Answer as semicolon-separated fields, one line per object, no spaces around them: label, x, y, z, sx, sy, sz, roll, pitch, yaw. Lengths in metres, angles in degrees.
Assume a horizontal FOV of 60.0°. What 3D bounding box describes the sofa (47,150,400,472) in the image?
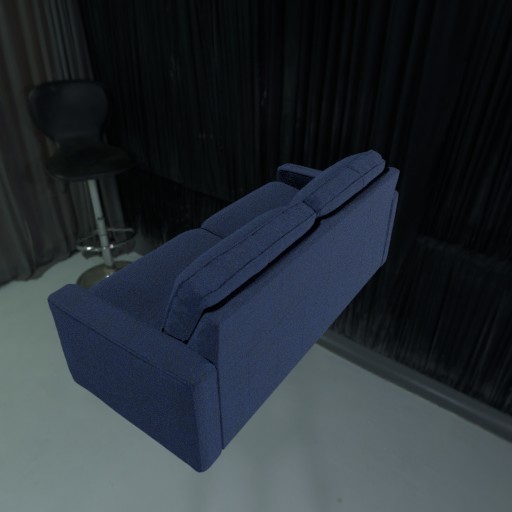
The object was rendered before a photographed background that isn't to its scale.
sofa;0.000;0.000;2.564;0.940;0.919;2.080;21;38;29
